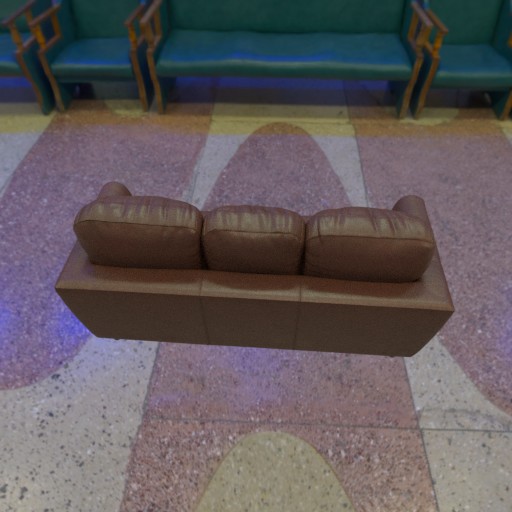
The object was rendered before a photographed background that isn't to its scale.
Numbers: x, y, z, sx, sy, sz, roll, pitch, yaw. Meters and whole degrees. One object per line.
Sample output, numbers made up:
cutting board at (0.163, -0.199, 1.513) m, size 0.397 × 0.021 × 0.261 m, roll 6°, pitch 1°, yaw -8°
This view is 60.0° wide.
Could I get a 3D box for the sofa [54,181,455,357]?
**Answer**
sofa at (0.000, 0.000, 2.391) m, size 1.862 × 0.915 × 0.802 m, roll 3°, pitch 47°, yaw 3°
